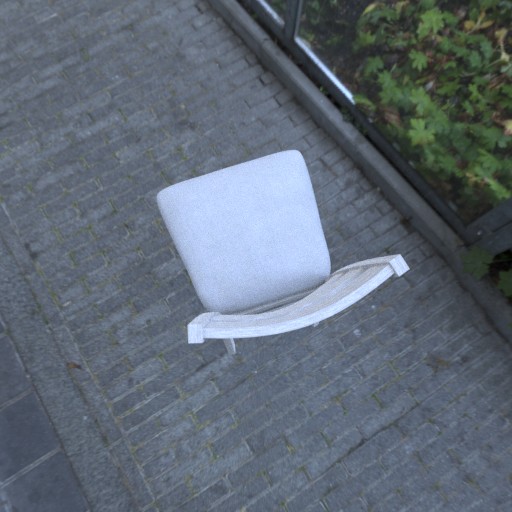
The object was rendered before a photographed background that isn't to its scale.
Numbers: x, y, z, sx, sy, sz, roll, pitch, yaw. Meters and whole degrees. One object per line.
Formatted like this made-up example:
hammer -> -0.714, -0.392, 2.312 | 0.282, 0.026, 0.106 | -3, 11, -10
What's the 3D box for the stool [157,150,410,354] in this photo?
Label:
stool -> 0.000, 0.000, 1.390 | 0.484, 1.032, 0.569 | -18, 76, -5
